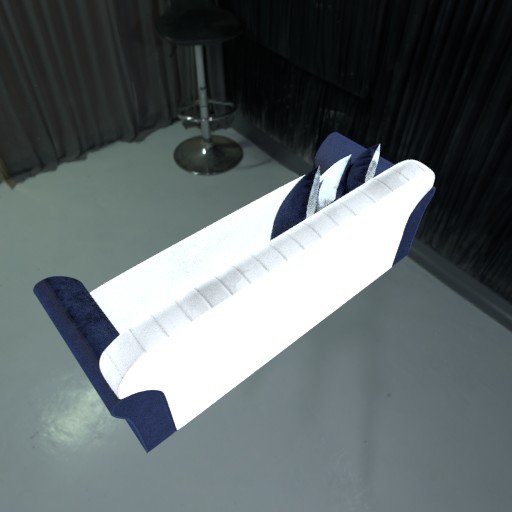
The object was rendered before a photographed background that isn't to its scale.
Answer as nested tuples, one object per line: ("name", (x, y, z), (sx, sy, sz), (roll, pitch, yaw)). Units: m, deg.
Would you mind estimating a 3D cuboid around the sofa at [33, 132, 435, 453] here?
("sofa", (0.000, 0.000, 2.358), (2.006, 0.789, 0.749), (-32, 54, -26))
